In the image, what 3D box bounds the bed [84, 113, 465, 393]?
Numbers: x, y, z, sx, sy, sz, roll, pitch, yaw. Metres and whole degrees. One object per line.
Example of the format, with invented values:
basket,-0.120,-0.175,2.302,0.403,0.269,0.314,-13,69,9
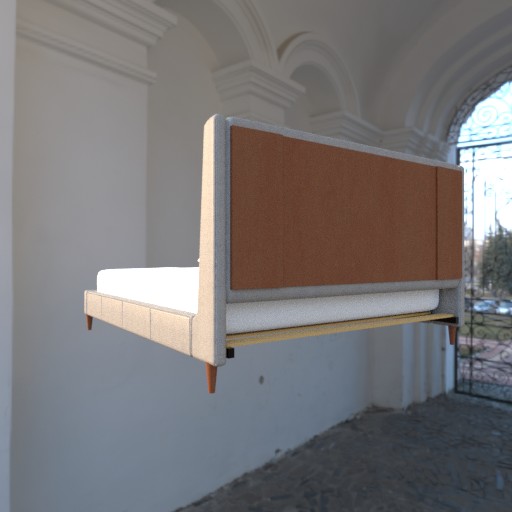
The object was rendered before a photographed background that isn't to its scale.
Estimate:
bed,0.000,0.000,3.526,2.062,1.289,2.342,0,0,-35
